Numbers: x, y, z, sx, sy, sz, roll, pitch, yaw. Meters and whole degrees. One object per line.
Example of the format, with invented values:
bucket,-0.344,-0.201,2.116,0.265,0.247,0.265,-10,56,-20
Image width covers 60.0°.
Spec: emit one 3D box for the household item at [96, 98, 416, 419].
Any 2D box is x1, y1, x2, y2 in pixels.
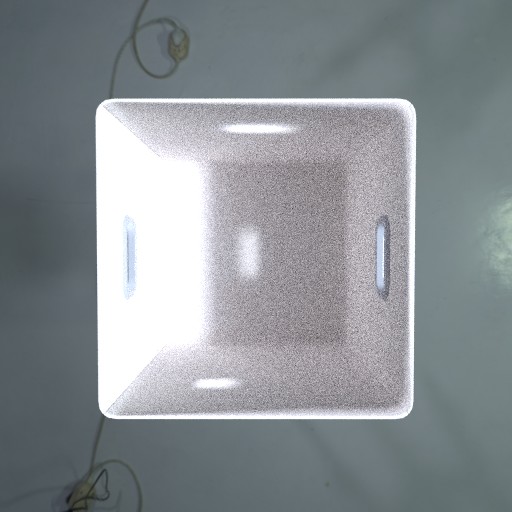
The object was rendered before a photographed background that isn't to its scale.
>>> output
household item,0.000,0.000,0.570,0.305,0.305,0.305,0,92,0
